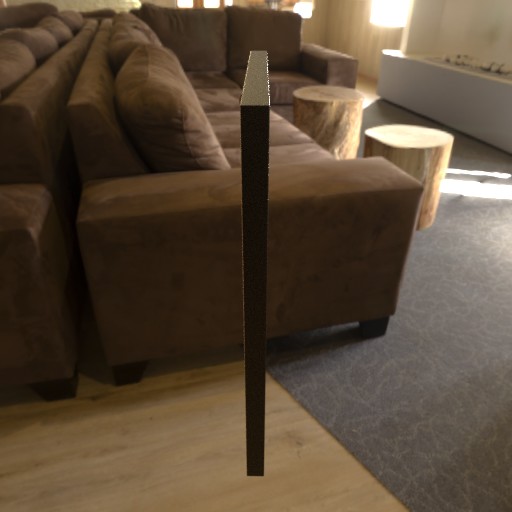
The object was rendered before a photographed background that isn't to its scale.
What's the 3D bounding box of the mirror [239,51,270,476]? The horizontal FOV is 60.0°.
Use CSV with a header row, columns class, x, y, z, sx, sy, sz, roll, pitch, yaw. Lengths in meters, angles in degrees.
class,x,y,z,sx,sy,sz,roll,pitch,yaw
mirror,0.000,0.000,0.907,0.039,0.710,0.507,0,31,1
